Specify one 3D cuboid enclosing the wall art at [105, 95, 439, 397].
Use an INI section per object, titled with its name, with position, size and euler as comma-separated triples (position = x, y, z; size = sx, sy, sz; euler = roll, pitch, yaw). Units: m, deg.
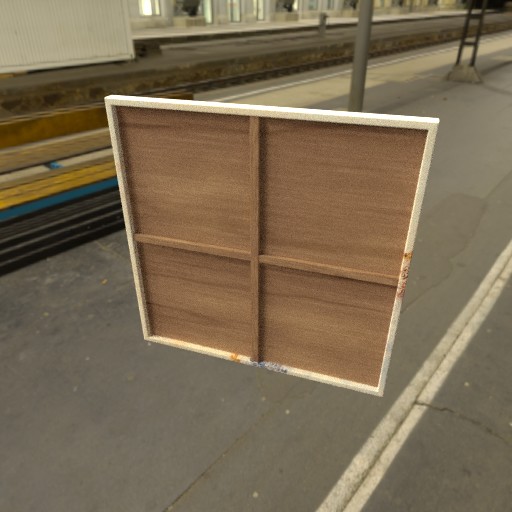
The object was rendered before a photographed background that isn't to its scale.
[wall art]
position = 0.000, 0.000, 1.365
size = 0.889, 0.889, 0.038
euler = 10, 32, 16
